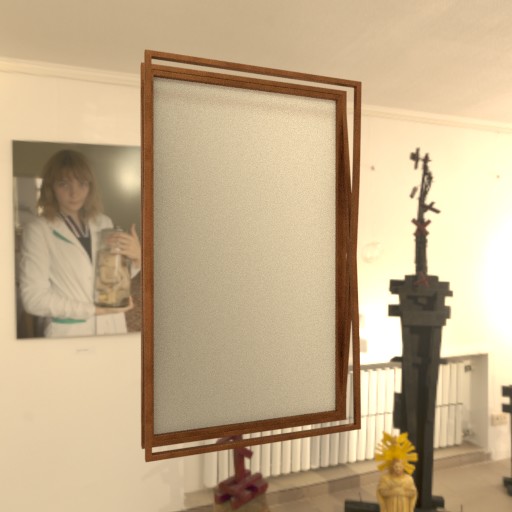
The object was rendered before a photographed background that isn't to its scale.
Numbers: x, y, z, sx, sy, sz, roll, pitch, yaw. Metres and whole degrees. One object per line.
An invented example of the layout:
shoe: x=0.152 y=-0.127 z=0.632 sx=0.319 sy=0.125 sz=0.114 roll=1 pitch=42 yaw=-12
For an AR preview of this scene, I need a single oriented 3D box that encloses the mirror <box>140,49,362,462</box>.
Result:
mirror: x=0.000 y=0.000 z=0.937 sx=0.468 sy=0.768 sz=0.082 roll=0 pitch=0 yaw=-20
